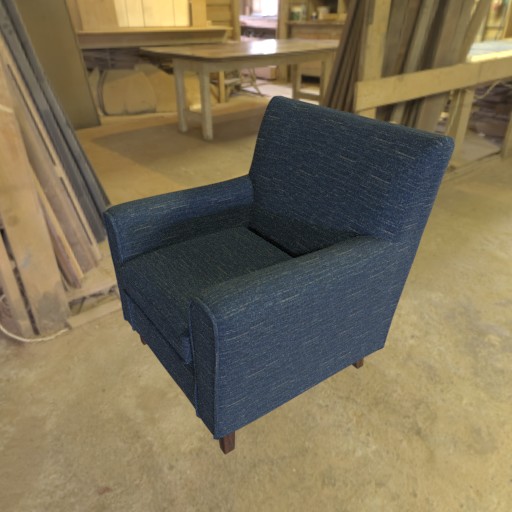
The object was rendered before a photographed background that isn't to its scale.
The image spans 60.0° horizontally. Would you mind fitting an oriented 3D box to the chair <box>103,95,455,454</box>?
[{"bbox_3d":[0.000,0.000,1.635,0.873,0.928,0.864,-20,35,-30],"label":"chair"}]
